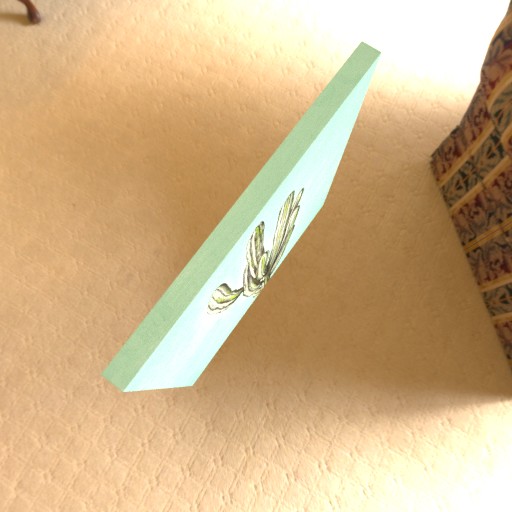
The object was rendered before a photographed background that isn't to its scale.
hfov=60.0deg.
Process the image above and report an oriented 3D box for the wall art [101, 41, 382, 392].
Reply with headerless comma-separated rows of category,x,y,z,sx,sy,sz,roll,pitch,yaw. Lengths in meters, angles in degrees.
wall art,0.000,0.000,0.894,0.036,0.603,0.603,35,77,9
